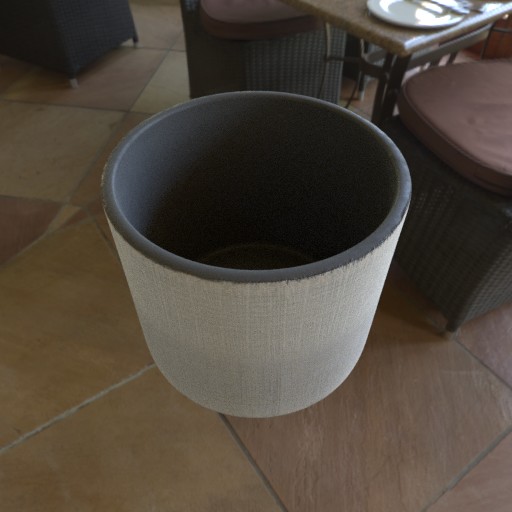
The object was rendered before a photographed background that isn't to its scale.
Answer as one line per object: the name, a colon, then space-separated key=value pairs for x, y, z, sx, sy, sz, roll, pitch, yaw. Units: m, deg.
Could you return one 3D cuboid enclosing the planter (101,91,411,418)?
planter: x=0.000 y=0.000 z=0.396 sx=0.226 sy=0.201 sz=0.226 roll=0 pitch=48 yaw=0
